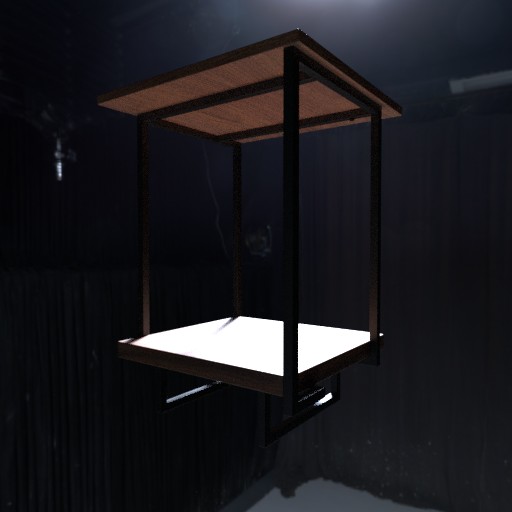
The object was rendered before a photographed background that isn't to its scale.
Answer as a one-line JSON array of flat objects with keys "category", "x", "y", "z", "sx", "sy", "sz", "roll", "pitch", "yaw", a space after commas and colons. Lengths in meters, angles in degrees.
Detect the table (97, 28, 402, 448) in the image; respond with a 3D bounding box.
[{"category": "table", "x": 0.000, "y": 0.000, "z": 0.820, "sx": 0.411, "sy": 0.567, "sz": 0.384, "roll": 1, "pitch": 2, "yaw": 36}]
